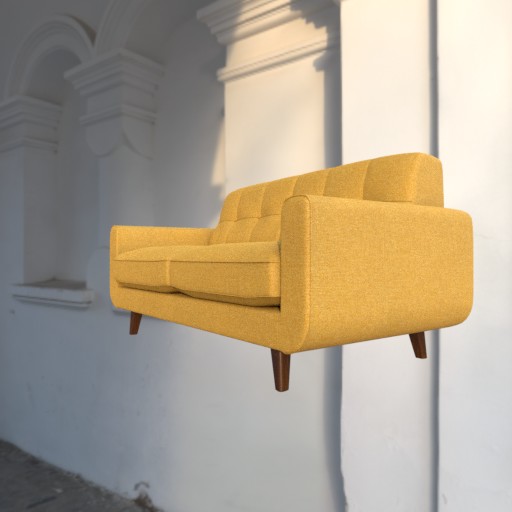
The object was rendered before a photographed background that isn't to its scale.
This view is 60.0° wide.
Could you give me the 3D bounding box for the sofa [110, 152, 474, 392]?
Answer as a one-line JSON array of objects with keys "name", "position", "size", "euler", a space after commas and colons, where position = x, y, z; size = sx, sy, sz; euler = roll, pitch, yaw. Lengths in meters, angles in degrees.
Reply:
[{"name": "sofa", "position": [0.000, 0.000, 2.100], "size": [0.909, 0.841, 1.631], "euler": [0, 0, -36]}]
